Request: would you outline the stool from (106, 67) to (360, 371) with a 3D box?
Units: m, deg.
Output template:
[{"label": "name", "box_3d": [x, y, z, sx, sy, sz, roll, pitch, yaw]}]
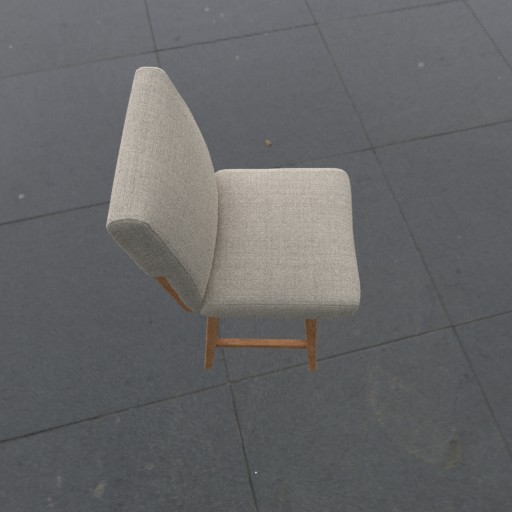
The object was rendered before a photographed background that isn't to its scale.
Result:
[{"label": "stool", "box_3d": [0.000, 0.000, 1.394, 0.569, 1.106, 0.483, 1, 64, 0]}]
